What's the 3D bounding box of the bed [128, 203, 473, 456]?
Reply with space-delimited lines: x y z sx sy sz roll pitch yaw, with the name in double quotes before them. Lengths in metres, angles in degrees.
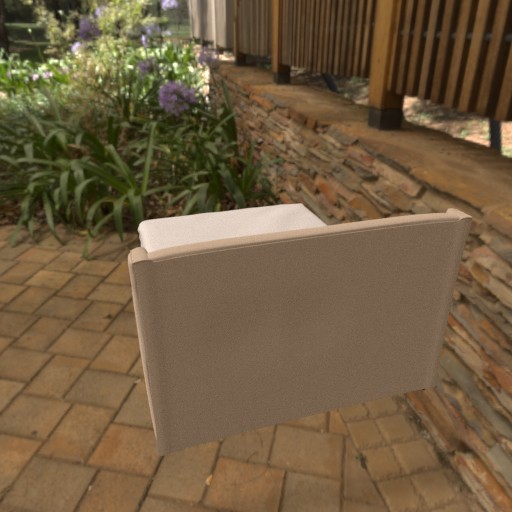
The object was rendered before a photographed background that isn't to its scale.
"bed" 0.000 0.000 3.512 1.925 1.332 2.276 -8 28 -15
